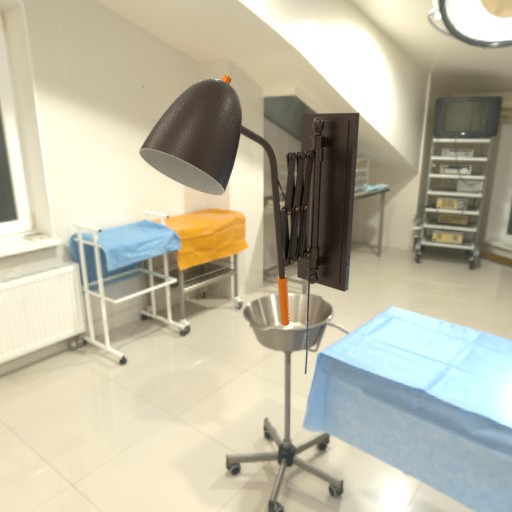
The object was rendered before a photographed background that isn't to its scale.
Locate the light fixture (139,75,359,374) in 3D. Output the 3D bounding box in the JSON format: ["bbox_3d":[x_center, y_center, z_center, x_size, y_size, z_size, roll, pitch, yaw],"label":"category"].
[{"bbox_3d":[0.000,0.000,0.955,0.499,0.715,0.162,-16,23,-42],"label":"light fixture"}]
